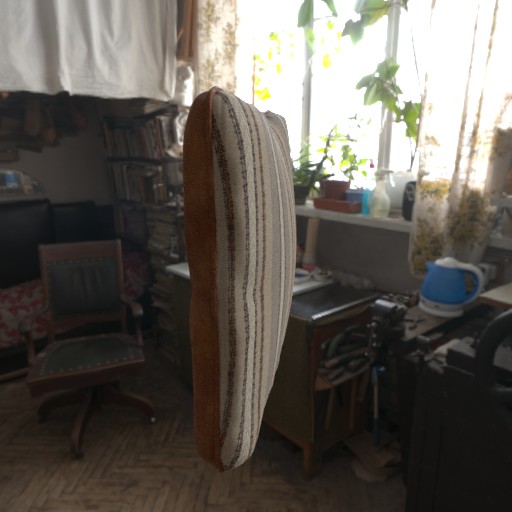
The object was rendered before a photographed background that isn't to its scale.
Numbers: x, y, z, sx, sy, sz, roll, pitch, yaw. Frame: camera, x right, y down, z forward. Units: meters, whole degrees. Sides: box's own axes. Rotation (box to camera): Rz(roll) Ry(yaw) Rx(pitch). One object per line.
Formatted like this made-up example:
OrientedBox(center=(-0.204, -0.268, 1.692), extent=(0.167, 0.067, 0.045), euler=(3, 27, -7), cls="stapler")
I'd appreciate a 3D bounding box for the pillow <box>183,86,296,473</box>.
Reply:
OrientedBox(center=(0.000, 0.000, 0.739), extent=(0.130, 0.490, 0.489), euler=(3, 15, 10), cls="pillow")
